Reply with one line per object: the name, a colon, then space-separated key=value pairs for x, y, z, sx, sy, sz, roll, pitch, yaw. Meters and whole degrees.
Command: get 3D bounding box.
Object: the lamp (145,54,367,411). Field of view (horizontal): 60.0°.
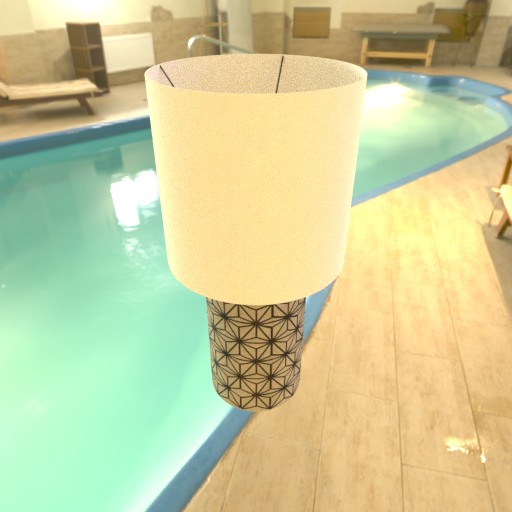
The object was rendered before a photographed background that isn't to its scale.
lamp: x=0.000 y=0.000 z=0.530 sx=0.206 sy=0.416 sz=0.206 roll=10 pitch=34 yaw=16
